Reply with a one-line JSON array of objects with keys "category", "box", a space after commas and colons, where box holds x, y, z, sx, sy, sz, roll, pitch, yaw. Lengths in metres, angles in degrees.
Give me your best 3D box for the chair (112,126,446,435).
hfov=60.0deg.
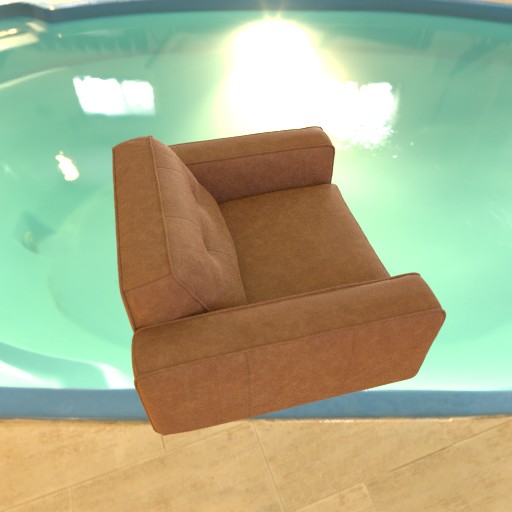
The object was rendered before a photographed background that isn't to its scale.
[{"category": "chair", "box": [0.000, 0.000, 1.731, 0.952, 0.782, 1.118, -10, 48, -10]}]
